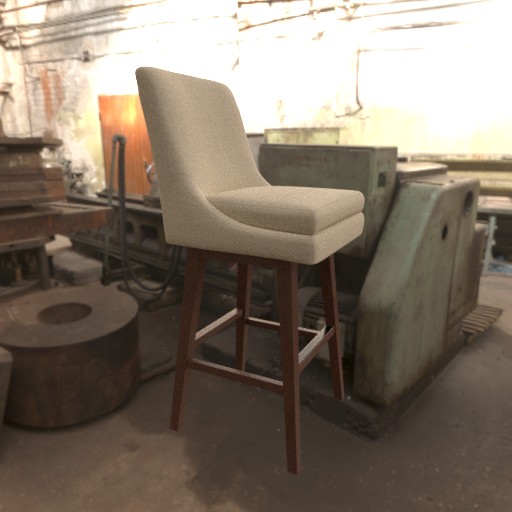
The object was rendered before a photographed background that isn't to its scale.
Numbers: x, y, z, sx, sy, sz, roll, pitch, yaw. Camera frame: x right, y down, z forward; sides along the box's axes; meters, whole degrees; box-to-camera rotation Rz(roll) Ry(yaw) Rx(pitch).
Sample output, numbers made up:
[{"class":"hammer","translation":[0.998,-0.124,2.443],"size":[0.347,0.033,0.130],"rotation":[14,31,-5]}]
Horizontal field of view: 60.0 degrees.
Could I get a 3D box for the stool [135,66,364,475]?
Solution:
[{"class":"stool","translation":[0.000,0.000,1.384],"size":[0.559,1.093,0.483],"rotation":[7,16,27]}]
